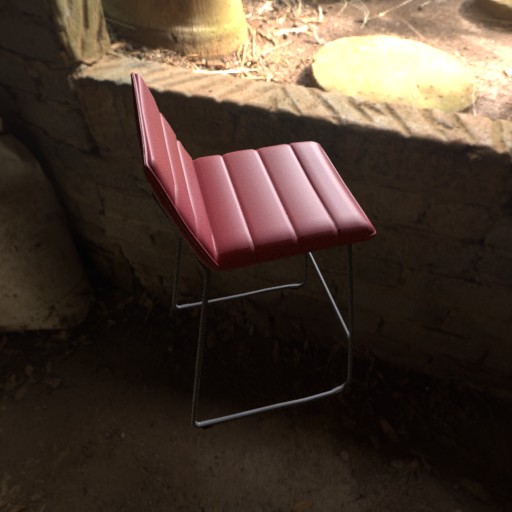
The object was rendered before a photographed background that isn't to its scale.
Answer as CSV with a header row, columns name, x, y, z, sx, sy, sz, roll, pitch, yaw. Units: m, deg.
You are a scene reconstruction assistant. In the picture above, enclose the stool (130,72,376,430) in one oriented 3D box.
name,x,y,z,sx,sy,sz,roll,pitch,yaw
stool,0.000,0.000,1.230,0.524,0.937,0.489,-11,47,-10
